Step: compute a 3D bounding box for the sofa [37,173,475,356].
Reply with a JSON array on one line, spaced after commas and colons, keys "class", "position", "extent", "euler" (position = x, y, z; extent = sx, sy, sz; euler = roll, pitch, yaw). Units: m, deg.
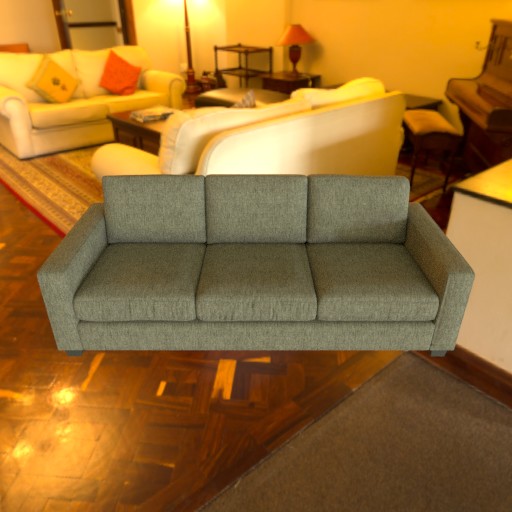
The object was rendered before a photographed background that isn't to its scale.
[{"class": "sofa", "position": [0.000, 0.000, 2.610], "extent": [2.160, 0.800, 0.900], "euler": [0, 30, 0]}]
